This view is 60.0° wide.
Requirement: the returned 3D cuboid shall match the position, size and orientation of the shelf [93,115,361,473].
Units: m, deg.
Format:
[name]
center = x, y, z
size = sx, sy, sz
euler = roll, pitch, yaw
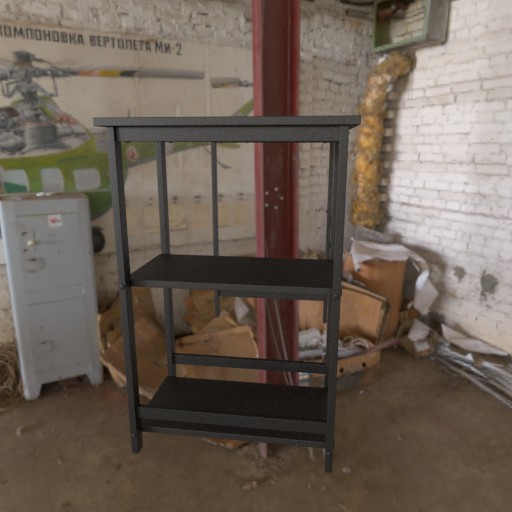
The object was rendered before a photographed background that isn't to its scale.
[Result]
[shelf]
center = 0.000, 0.000, 1.331
size = 0.498, 0.749, 0.902
euler = 2, 14, 8
